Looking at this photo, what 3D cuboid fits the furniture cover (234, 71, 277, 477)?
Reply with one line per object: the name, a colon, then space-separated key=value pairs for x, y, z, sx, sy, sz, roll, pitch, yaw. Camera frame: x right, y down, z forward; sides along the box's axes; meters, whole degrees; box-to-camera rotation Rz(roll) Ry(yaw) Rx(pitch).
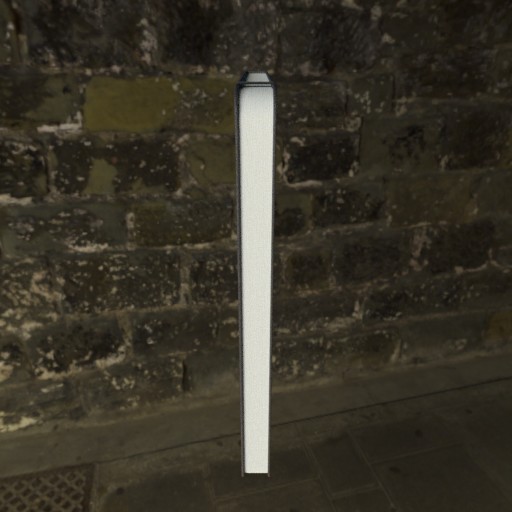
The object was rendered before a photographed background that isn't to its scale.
furniture cover: x=0.000 y=0.000 z=0.373 sx=0.023 sy=0.281 sz=0.216 roll=0 pitch=25 yaw=0
